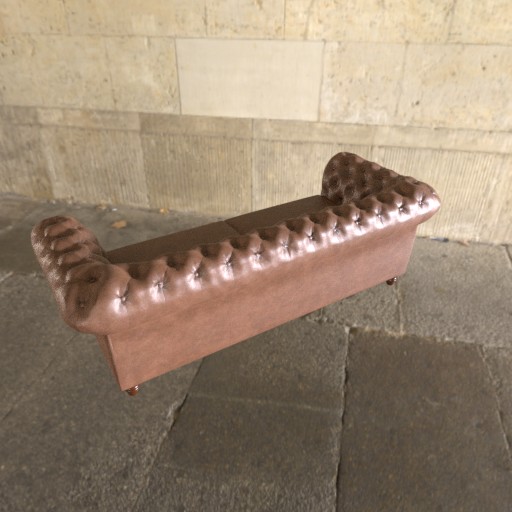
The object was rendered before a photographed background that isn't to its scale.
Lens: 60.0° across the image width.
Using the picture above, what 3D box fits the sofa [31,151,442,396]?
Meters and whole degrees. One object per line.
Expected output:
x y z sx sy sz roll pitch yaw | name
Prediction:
0.000 0.000 2.794 2.385 0.783 0.944 -18 36 -27 | sofa
